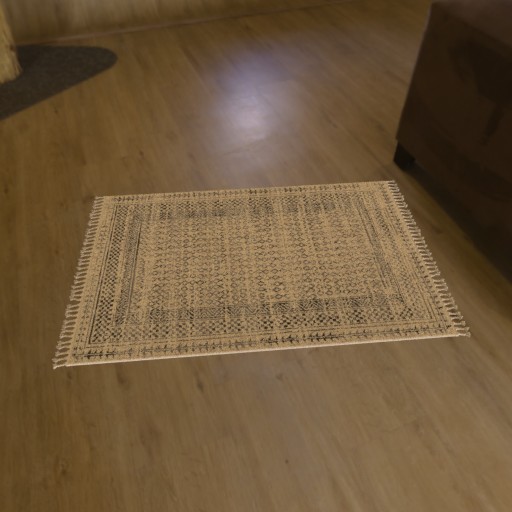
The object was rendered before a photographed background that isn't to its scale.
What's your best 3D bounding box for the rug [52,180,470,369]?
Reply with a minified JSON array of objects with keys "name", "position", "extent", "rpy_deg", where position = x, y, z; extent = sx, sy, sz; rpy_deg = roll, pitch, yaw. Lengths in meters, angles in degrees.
[{"name":"rug","position":[0.000,0.000,3.110],"extent":[2.486,0.013,1.548],"rpy_deg":[-4,47,-3]}]
